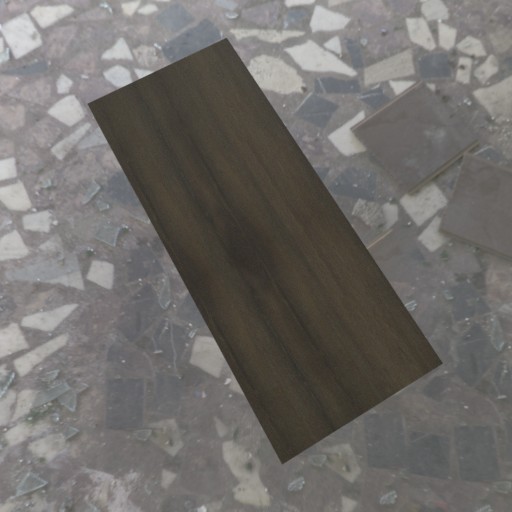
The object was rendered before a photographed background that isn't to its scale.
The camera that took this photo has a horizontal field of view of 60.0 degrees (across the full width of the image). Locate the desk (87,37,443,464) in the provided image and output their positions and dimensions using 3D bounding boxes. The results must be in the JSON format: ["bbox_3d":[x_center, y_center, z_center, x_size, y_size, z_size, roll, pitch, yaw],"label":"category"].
[{"bbox_3d":[0.000,0.000,1.582,0.511,0.752,1.134,-29,77,-7],"label":"desk"}]
